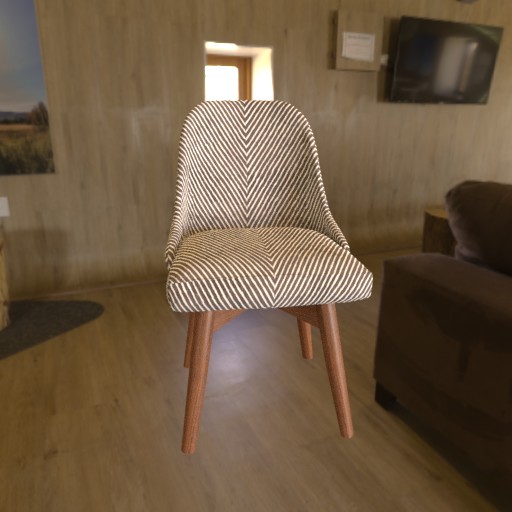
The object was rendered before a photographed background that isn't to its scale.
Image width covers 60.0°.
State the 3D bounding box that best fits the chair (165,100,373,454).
[{"bbox_3d":[0.000,0.000,1.279,0.504,0.883,0.591,-2,16,-8],"label":"chair"}]
